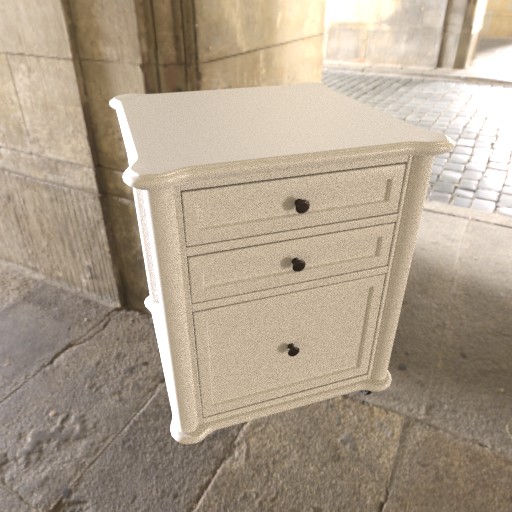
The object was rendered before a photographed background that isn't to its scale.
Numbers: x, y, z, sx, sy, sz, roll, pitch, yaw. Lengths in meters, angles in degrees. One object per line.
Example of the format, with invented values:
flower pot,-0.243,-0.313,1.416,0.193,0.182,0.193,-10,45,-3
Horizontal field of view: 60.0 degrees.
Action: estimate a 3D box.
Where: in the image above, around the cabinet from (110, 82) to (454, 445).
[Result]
cabinet,0.000,0.000,1.206,0.628,0.761,0.627,-10,33,-15
